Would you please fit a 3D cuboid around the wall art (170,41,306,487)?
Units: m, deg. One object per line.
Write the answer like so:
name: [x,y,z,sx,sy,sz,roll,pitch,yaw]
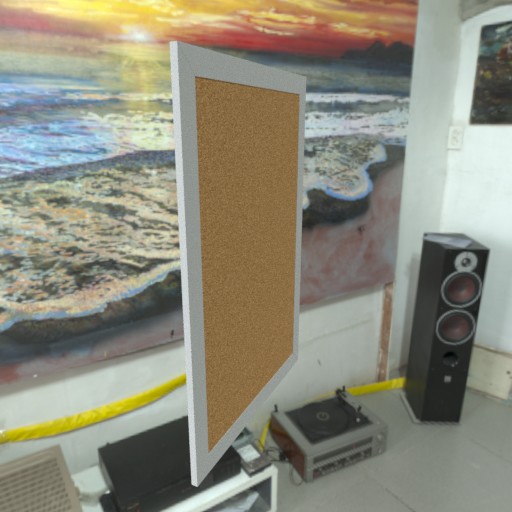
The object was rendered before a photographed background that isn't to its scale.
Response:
wall art: [0.000,0.000,0.822,0.011,0.659,0.454,8,18,25]
